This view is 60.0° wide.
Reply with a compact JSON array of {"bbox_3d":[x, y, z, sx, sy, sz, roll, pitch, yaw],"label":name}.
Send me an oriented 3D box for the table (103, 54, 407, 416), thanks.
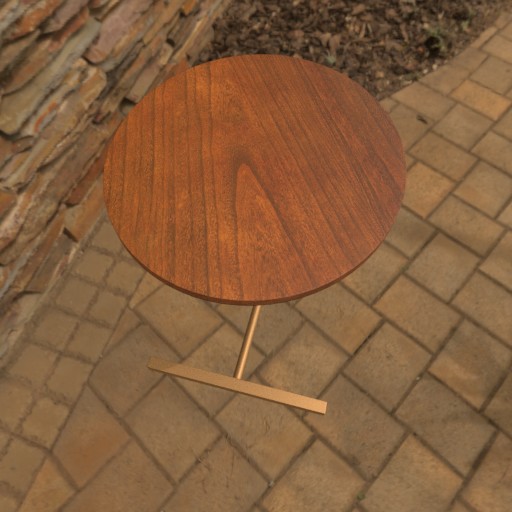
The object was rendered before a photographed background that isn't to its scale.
[{"bbox_3d":[0.000,0.000,1.095,0.530,0.706,0.577,12,60,7],"label":"table"}]
